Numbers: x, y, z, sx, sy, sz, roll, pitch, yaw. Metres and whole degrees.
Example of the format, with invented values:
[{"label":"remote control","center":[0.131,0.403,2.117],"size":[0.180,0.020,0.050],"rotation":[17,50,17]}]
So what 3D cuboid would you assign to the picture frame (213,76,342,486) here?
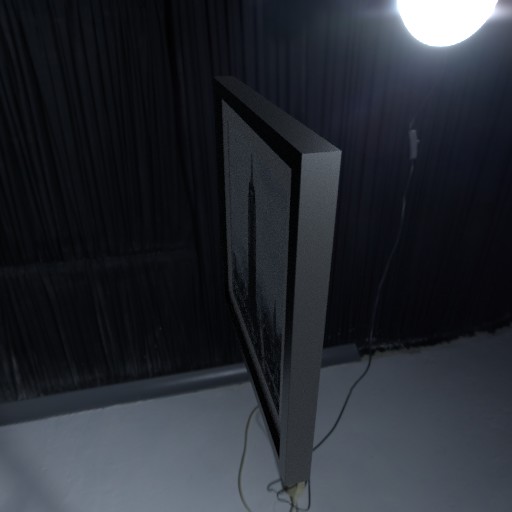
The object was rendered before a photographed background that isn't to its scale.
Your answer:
[{"label":"picture frame","center":[0.000,0.000,0.527],"size":[0.029,0.353,0.355],"rotation":[-7,31,-12]}]
